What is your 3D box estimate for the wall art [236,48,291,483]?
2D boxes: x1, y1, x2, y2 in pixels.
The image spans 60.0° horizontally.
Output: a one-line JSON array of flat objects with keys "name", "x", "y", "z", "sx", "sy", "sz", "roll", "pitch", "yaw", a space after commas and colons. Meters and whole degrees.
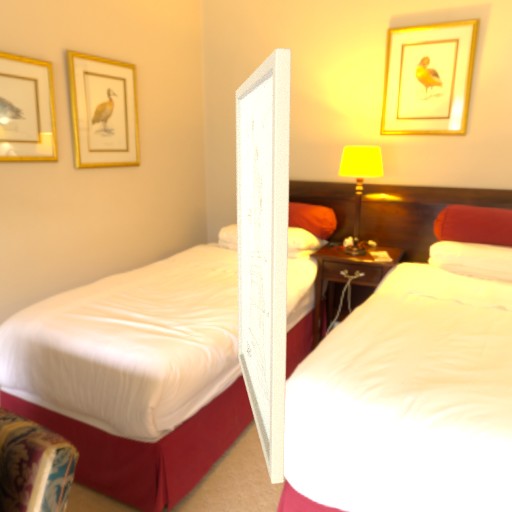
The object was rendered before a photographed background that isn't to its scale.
[{"name": "wall art", "x": 0.000, "y": 0.000, "z": 1.550, "sx": 0.038, "sy": 1.183, "sz": 0.808, "roll": -2, "pitch": 14, "yaw": -9}]
